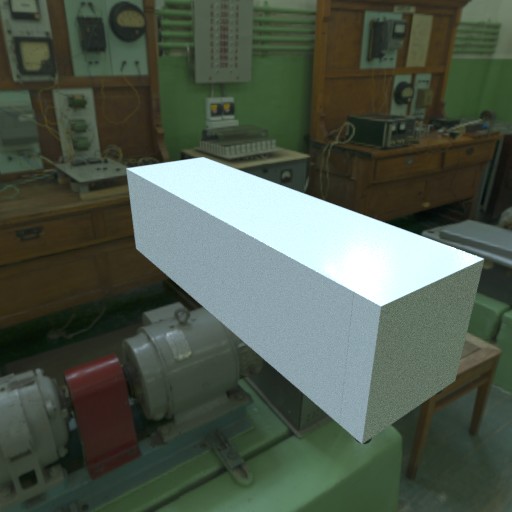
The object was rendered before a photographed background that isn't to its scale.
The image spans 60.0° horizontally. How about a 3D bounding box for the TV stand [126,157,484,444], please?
[{"bbox_3d":[0.000,0.000,1.708,0.410,0.440,1.500,-17,30,-32],"label":"TV stand"}]
